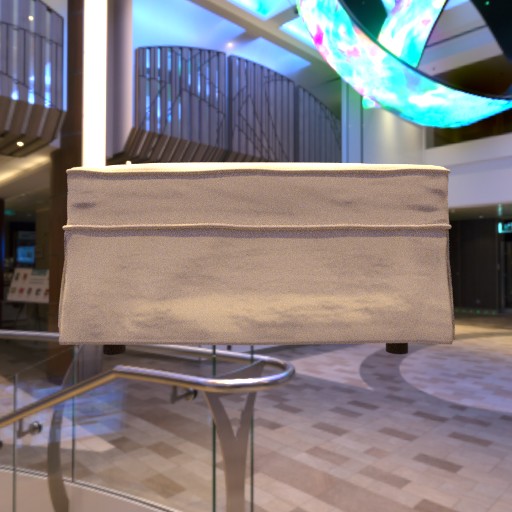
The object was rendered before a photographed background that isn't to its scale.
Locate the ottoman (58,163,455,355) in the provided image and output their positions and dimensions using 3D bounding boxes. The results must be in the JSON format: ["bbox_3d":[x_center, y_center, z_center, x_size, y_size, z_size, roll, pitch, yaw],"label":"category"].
[{"bbox_3d":[0.000,0.000,1.336,0.944,0.479,0.703,0,-1,-1],"label":"ottoman"}]
